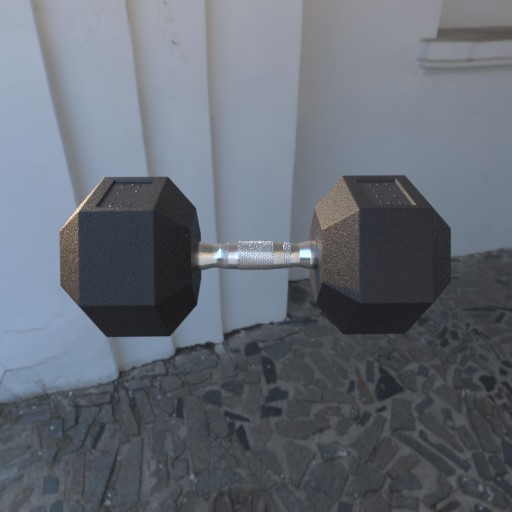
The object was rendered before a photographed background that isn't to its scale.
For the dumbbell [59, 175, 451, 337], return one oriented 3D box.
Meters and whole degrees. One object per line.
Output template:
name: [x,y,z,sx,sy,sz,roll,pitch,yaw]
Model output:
dumbbell: [0.000,0.000,0.480,0.384,0.150,0.173,-1,31,-1]
